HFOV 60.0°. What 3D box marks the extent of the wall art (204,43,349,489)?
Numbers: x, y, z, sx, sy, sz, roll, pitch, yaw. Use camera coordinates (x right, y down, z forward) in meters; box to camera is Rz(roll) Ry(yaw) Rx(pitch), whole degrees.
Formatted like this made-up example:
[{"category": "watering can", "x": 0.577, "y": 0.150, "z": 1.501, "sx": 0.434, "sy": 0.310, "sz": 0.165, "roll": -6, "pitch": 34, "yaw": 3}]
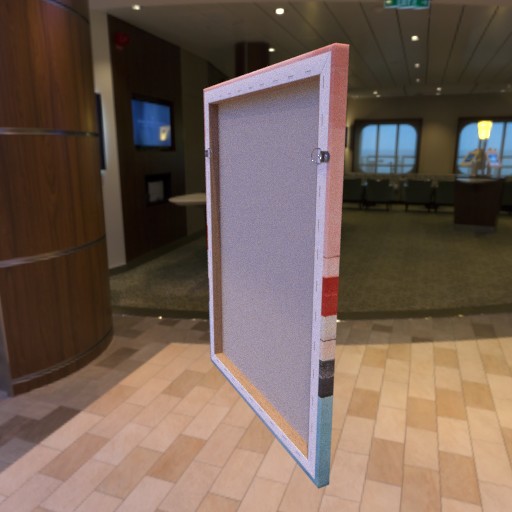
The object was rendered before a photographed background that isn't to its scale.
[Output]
[{"category": "wall art", "x": 0.000, "y": 0.000, "z": 1.315, "sx": 0.039, "sy": 1.016, "sz": 0.761, "roll": -7, "pitch": 15, "yaw": -25}]
